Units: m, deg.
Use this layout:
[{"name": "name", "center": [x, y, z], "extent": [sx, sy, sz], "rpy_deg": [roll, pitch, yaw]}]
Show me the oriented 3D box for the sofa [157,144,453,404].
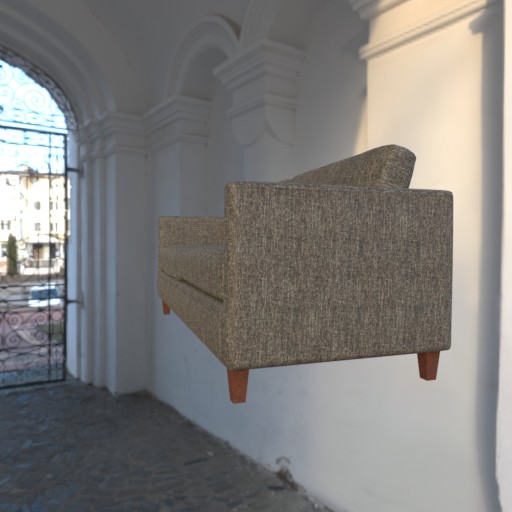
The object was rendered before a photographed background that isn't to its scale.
[{"name": "sofa", "center": [0.000, 0.000, 2.634], "extent": [0.948, 0.960, 2.208], "rpy_deg": [-1, 2, -18]}]
